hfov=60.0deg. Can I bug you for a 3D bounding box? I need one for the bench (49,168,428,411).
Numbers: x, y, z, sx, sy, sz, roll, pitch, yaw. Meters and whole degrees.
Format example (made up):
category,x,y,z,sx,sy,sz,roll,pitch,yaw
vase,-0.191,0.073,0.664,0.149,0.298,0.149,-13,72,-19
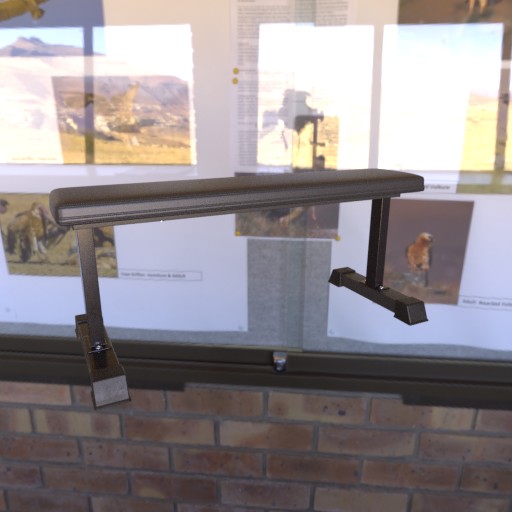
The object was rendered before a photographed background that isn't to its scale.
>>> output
category,x,y,z,sx,sy,sz,roll,pitch,yaw
bench,0.000,0.000,1.315,1.072,0.453,0.439,-9,19,-25
